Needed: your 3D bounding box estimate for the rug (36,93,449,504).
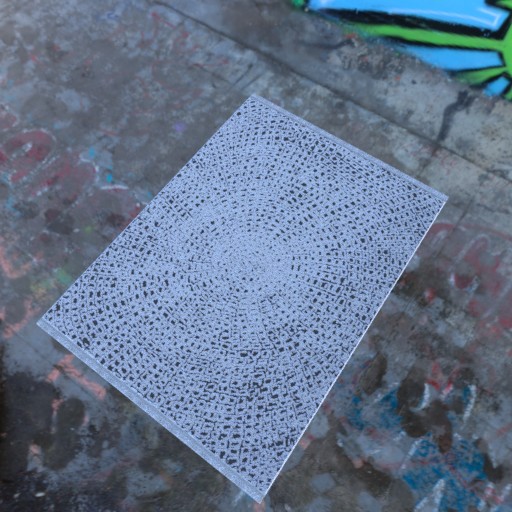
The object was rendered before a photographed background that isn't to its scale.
[{"bbox_3d":[0.000,0.000,2.065,1.190,0.003,1.634,33,69,14],"label":"rug"}]
